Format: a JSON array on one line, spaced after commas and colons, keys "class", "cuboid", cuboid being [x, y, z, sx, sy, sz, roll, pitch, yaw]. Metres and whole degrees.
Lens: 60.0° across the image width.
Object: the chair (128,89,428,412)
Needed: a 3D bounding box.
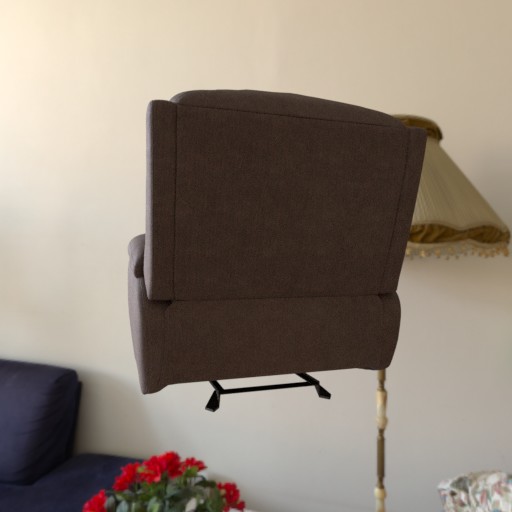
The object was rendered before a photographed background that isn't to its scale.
[{"class": "chair", "cuboid": [0.000, 0.000, 1.689, 0.930, 1.011, 0.899, 0, 0, -18]}]
